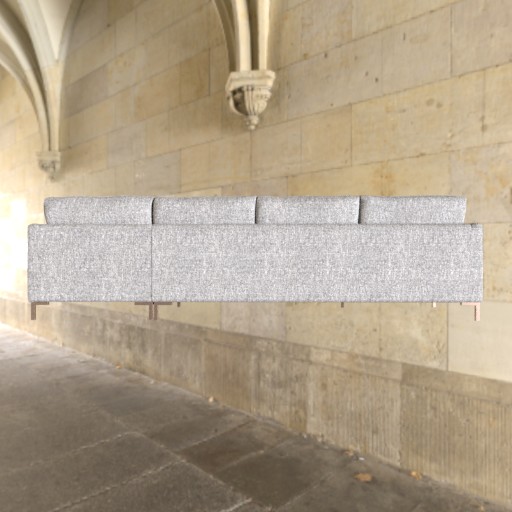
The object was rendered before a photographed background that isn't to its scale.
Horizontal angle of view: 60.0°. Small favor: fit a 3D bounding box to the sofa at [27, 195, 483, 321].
[{"bbox_3d":[0.000,0.000,3.524,2.737,0.756,1.879,0,0,1],"label":"sofa"}]
